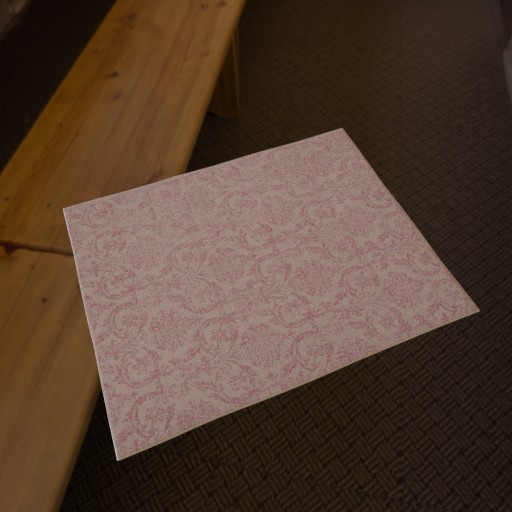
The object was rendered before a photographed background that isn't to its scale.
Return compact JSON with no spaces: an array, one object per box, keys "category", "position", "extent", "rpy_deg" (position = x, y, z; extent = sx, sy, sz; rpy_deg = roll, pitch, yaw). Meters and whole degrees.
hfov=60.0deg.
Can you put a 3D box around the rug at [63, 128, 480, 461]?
[{"category":"rug","position":[0.000,0.000,3.900],"extent":[2.980,0.012,2.363],"rpy_deg":[-19,59,-12]}]
